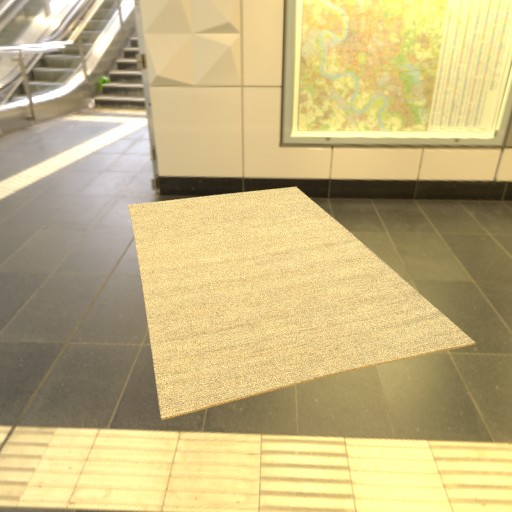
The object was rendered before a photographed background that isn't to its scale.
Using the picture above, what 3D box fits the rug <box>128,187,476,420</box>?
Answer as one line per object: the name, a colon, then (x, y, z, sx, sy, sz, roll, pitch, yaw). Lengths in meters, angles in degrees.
rug: (0.000, 0.000, 2.271, 1.179, 0.022, 1.820, -8, 30, -15)
